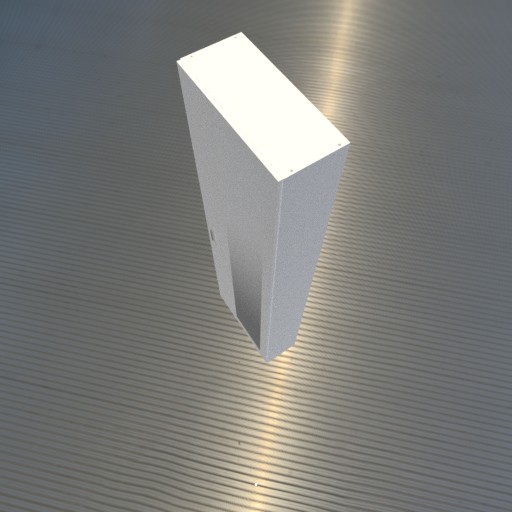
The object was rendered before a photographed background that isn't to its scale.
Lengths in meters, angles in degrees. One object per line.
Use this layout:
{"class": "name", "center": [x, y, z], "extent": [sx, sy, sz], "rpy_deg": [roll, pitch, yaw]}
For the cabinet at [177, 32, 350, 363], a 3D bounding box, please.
{"class": "cabinet", "center": [0.000, 0.000, 1.961], "extent": [0.230, 1.790, 0.500], "rpy_deg": [-31, 67, -15]}
